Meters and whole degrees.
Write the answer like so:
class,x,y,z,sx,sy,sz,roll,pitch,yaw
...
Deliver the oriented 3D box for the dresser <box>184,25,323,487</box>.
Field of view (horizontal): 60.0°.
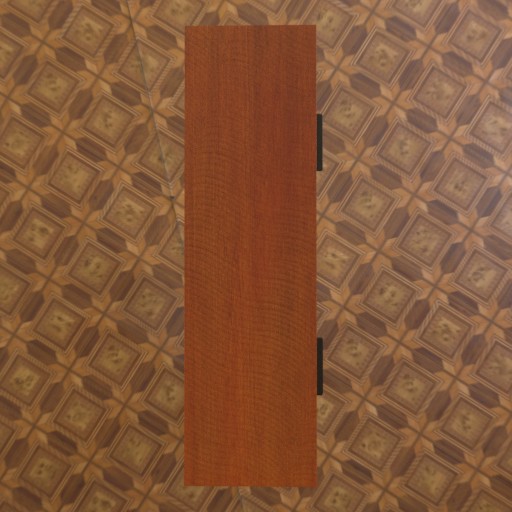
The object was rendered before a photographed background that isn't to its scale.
class,x,y,z,sx,sy,sz,roll,pitch,yaw
dresser,0.000,0.000,1.878,0.464,0.810,1.536,0,90,1
